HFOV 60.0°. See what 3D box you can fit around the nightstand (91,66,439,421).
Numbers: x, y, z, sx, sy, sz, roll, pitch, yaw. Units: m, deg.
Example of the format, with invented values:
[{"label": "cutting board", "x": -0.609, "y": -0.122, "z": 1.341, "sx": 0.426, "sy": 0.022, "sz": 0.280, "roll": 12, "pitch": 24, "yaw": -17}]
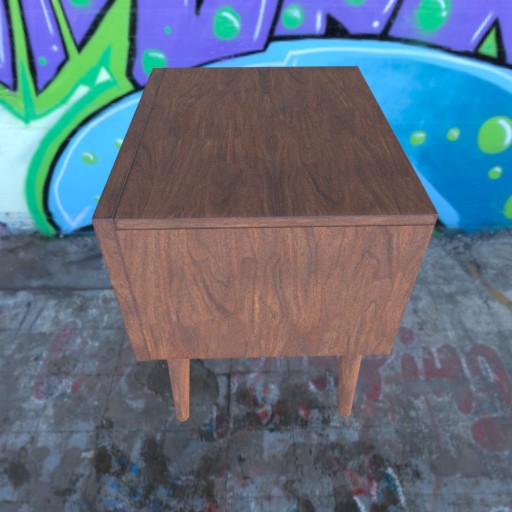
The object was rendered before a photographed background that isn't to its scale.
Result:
[{"label": "nightstand", "x": 0.000, "y": 0.000, "z": 0.947, "sx": 0.445, "sy": 0.607, "sz": 0.521, "roll": -1, "pitch": 42, "yaw": -1}]
